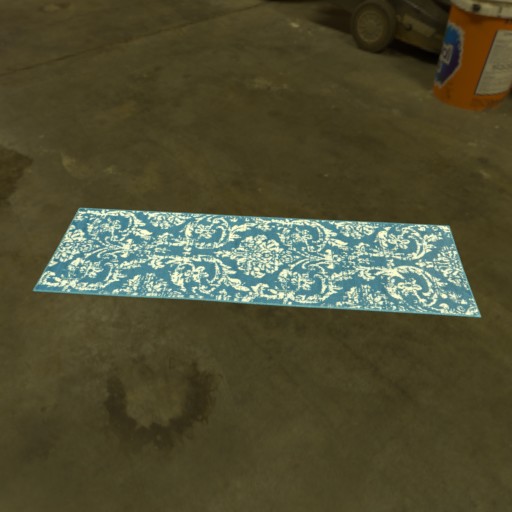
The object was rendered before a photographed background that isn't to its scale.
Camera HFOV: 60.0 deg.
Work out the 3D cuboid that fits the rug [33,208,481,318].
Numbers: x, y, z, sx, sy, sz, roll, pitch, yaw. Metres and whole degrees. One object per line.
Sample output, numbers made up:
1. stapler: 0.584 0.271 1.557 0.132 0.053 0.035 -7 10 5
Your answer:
1. rug: 0.000 0.000 2.394 2.196 0.011 0.662 3 45 3
